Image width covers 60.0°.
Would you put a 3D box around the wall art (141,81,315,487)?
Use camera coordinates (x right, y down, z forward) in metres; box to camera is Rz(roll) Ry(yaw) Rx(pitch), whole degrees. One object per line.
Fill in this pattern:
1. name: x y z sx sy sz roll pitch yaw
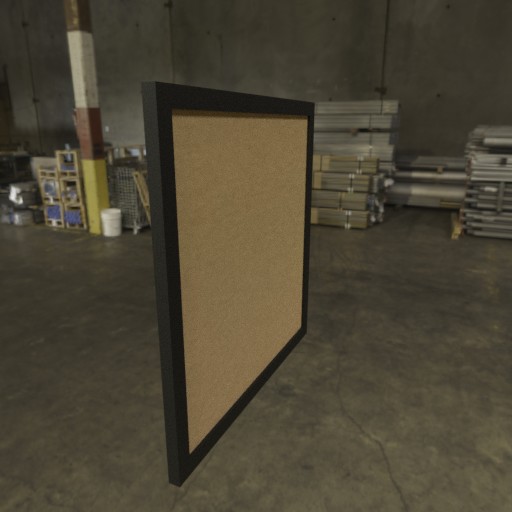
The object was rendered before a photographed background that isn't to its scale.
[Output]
1. wall art: 0.000 0.000 0.521 0.013 0.356 0.356 8 18 25
